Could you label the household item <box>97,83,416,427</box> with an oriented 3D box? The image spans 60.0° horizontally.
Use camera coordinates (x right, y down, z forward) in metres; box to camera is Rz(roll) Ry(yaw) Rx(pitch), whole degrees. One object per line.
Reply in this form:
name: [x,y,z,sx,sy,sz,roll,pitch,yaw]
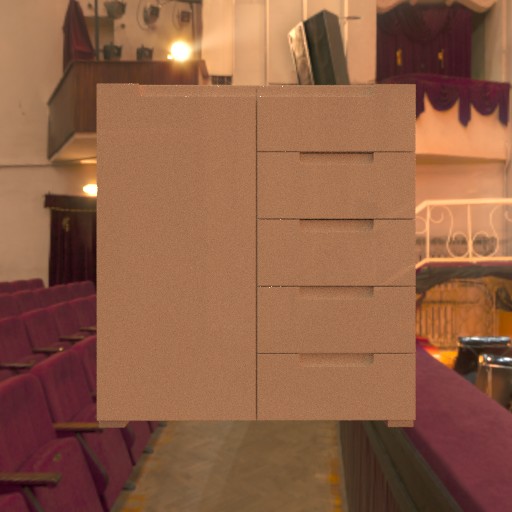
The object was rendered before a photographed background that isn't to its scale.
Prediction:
household item: [0.000,0.000,1.322,0.800,0.870,0.420,0,0,0]
